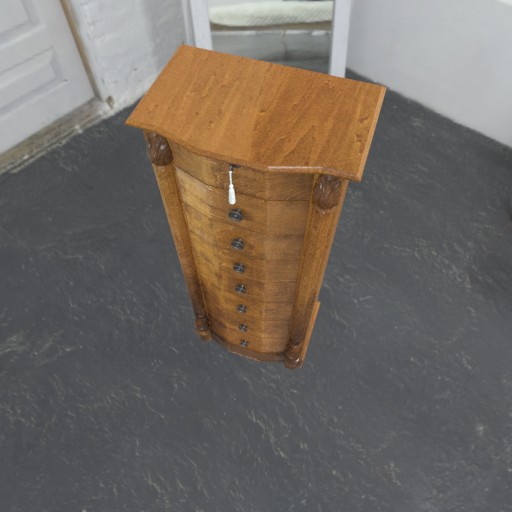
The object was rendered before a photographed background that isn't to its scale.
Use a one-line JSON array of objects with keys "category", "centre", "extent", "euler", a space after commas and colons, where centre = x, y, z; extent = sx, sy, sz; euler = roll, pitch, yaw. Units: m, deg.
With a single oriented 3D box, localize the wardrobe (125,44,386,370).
[{"category": "wardrobe", "centre": [0.000, 0.000, 1.171], "extent": [0.406, 0.959, 0.273], "euler": [16, 60, 10]}]
